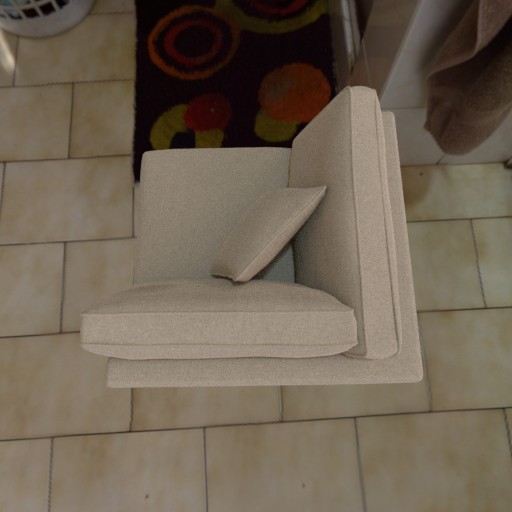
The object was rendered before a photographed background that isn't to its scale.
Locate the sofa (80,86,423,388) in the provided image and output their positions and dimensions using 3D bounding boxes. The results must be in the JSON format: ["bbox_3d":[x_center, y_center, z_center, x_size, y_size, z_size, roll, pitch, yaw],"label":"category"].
[{"bbox_3d":[0.000,0.000,1.960,1.146,1.002,1.084,-1,75,0],"label":"sofa"}]
